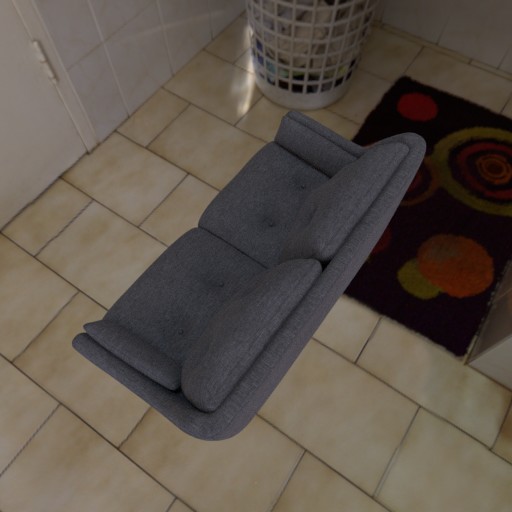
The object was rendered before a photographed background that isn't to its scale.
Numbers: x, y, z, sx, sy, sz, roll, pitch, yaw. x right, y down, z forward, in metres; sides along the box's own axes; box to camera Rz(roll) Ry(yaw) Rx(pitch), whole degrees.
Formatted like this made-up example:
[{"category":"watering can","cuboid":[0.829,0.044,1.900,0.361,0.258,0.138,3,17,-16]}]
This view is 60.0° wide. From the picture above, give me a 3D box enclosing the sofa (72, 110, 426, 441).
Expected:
[{"category":"sofa","cuboid":[0.000,0.000,2.473,0.975,0.896,1.929,33,68,16]}]
